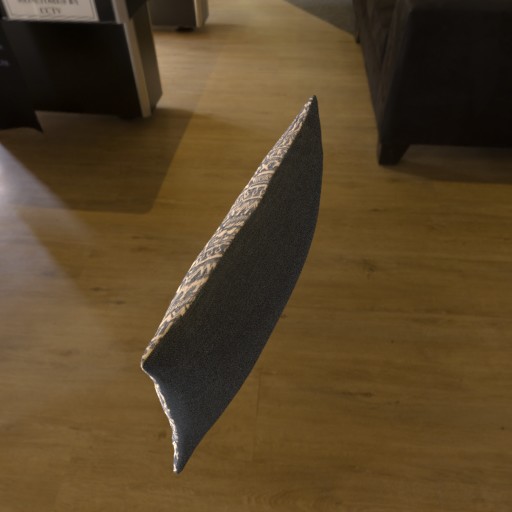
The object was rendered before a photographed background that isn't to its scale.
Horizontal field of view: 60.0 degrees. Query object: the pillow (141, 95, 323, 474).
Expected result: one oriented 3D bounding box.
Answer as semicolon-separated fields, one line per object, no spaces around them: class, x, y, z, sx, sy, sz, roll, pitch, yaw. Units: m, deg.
pillow;0.000;0.000;0.733;0.148;0.292;0.631;16;48;15
